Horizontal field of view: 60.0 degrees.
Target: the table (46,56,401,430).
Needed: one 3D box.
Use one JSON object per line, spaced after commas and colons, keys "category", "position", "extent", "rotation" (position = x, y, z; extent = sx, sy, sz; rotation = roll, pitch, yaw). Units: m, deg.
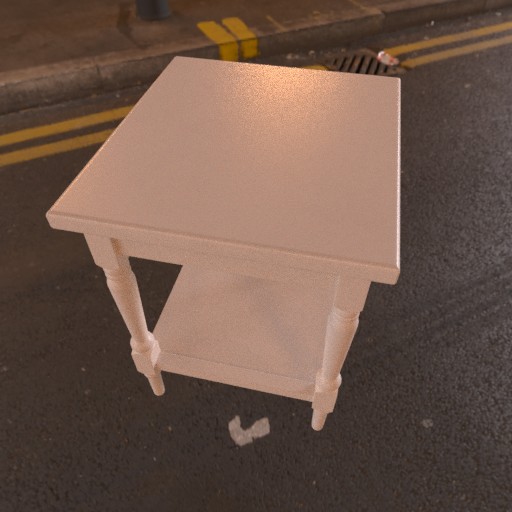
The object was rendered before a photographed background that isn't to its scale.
{"category": "table", "position": [0.000, 0.000, 0.898], "extent": [0.442, 0.565, 0.488], "rotation": [9, 48, 9]}
